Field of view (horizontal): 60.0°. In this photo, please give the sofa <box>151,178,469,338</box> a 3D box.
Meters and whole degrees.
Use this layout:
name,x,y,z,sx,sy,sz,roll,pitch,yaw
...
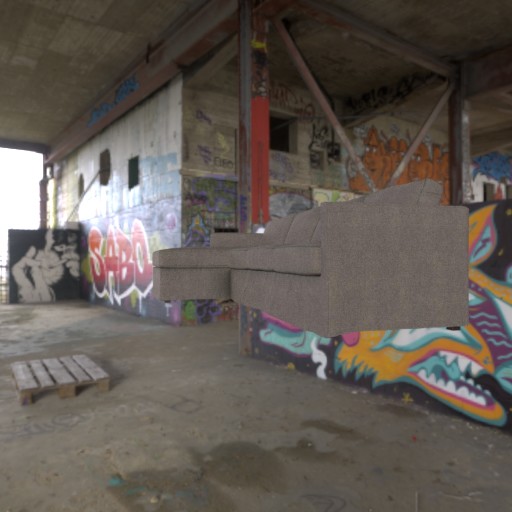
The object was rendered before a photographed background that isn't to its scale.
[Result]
name,x,y,z,sx,sy,sz,roll,pitch,yaw
sofa,0.000,0.000,3.864,1.650,0.922,3.205,0,0,-17
